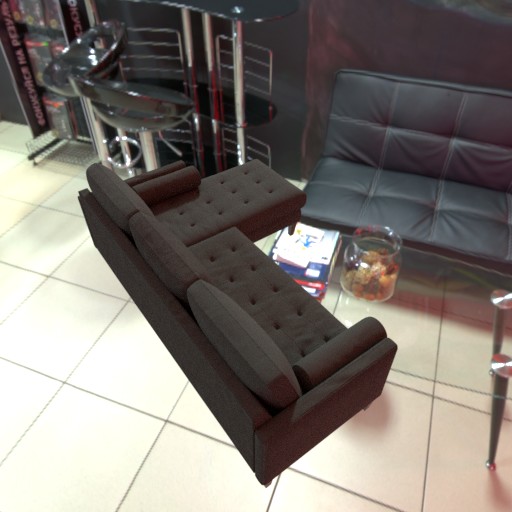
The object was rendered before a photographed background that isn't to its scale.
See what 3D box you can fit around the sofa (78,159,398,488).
[{"bbox_3d":[0.000,0.000,2.875,1.506,0.876,2.178,-26,49,-26],"label":"sofa"}]
